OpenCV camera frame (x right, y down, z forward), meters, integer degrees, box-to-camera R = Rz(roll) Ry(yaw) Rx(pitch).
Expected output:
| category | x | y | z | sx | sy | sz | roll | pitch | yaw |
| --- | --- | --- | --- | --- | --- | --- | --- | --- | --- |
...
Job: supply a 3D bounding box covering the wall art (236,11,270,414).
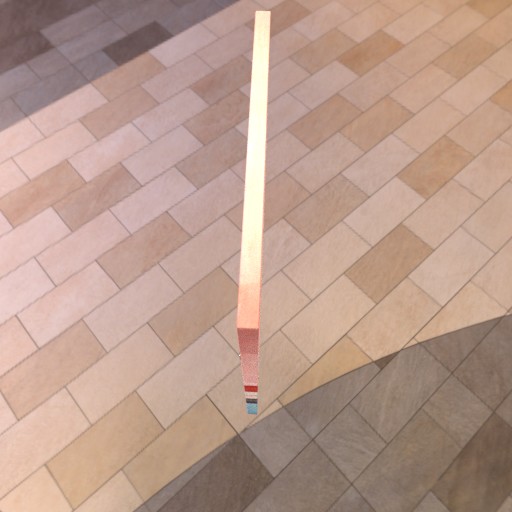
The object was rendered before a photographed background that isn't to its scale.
| category | x | y | z | sx | sy | sz | roll | pitch | yaw |
| --- | --- | --- | --- | --- | --- | --- | --- | --- | --- |
| wall art | 0.000 | 0.000 | 1.311 | 0.039 | 1.016 | 0.761 | 2 | 63 | 1 |
